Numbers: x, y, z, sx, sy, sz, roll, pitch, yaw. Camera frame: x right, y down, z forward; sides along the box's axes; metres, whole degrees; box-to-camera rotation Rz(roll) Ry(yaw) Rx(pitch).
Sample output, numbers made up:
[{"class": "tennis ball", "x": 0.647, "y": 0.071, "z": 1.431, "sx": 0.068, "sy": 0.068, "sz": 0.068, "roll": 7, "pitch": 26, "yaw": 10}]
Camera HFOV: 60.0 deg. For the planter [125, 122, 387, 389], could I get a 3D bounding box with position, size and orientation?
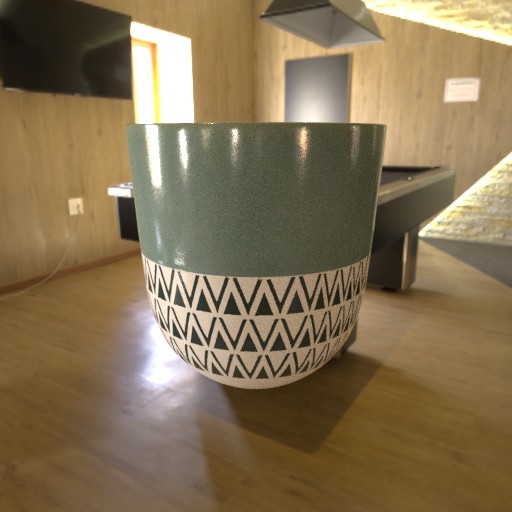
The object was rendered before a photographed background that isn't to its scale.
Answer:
[{"class": "planter", "x": 0.000, "y": 0.000, "z": 0.378, "sx": 0.198, "sy": 0.214, "sz": 0.198, "roll": 0, "pitch": 16, "yaw": 0}]
